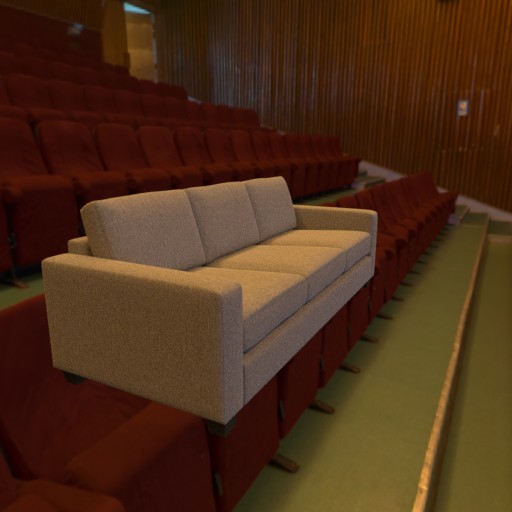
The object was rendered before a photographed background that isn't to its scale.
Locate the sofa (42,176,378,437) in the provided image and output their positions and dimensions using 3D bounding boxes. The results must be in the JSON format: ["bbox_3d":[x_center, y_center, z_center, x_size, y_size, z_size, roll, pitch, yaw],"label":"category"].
[{"bbox_3d":[0.000,0.000,2.549,0.900,0.800,2.120,7,15,27],"label":"sofa"}]
